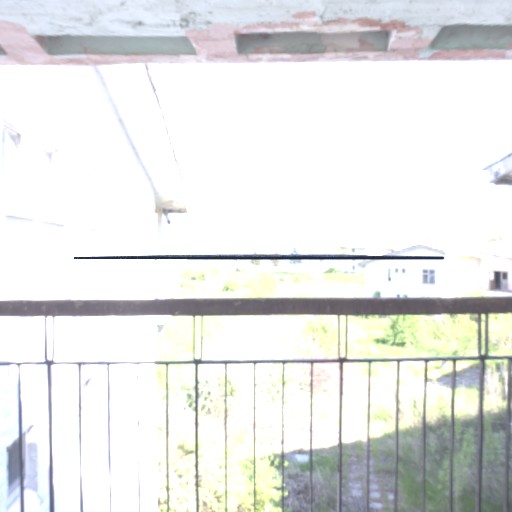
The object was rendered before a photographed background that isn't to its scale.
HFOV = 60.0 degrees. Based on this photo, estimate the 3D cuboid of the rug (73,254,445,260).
[{"bbox_3d":[0.000,0.000,2.944,1.526,0.014,2.290,0,0,-1],"label":"rug"}]
